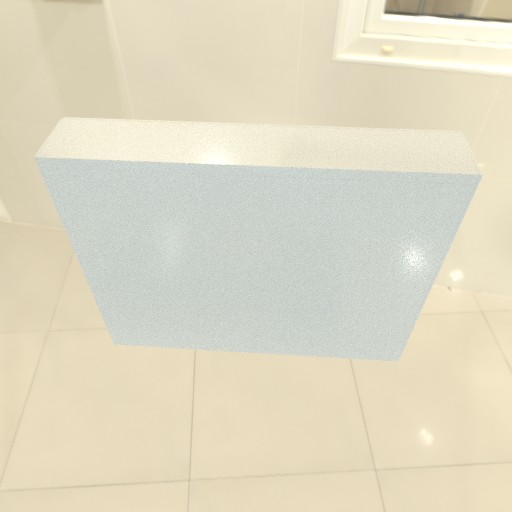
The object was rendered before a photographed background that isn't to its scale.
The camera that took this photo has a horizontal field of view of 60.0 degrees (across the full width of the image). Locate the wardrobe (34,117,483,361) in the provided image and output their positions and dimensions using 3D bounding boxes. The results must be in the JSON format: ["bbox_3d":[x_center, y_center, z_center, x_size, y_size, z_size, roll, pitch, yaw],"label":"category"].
[{"bbox_3d":[0.000,0.000,4.008,3.000,2.360,0.580,3,47,3],"label":"wardrobe"}]
